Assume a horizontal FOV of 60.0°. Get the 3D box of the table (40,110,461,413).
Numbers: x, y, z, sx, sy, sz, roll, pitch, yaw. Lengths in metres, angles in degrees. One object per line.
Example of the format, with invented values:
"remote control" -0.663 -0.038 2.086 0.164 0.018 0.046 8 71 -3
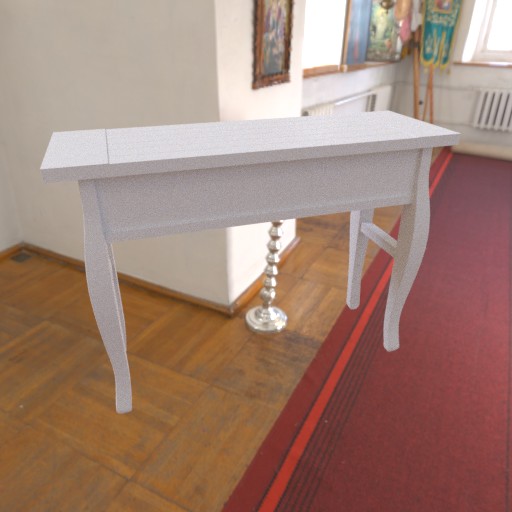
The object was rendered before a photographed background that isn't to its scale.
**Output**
"table" 0.000 0.000 1.400 1.062 0.768 0.373 -9 29 -16
